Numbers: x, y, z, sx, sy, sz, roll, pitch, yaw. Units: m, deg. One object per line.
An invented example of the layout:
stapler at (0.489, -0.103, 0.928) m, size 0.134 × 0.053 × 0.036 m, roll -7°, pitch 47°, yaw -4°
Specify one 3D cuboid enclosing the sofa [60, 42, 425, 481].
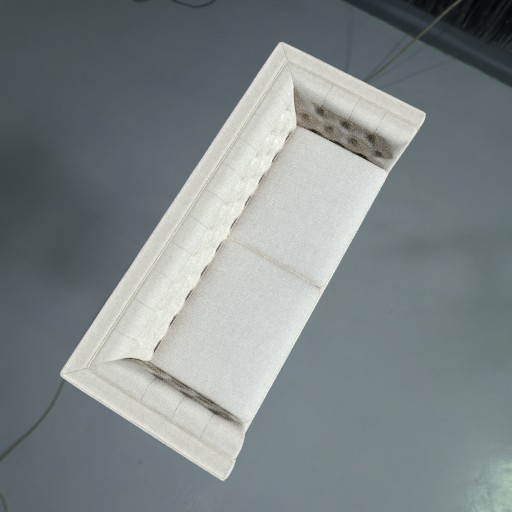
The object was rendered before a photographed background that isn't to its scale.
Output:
sofa at (0.000, 0.000, 2.242) m, size 0.775 × 0.762 × 1.778 m, roll 30°, pitch 78°, yaw 7°
